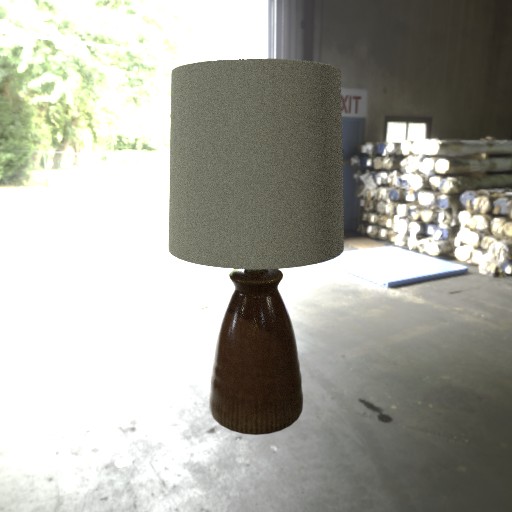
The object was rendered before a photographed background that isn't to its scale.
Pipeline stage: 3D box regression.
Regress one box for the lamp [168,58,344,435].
[{"bbox_3d":[0.000,0.000,0.481,0.186,0.369,0.186,0,14,0],"label":"lamp"}]
